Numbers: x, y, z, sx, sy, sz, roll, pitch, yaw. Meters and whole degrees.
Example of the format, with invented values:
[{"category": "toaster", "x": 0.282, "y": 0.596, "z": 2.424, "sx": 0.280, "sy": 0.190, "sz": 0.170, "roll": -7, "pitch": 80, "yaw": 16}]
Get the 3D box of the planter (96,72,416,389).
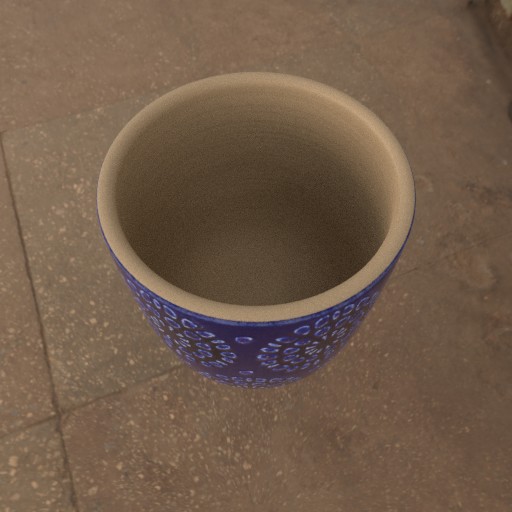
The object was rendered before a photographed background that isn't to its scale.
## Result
[{"category": "planter", "x": 0.000, "y": 0.000, "z": 0.198, "sx": 0.109, "sy": 0.112, "sz": 0.109, "roll": 0, "pitch": 60, "yaw": 0}]
